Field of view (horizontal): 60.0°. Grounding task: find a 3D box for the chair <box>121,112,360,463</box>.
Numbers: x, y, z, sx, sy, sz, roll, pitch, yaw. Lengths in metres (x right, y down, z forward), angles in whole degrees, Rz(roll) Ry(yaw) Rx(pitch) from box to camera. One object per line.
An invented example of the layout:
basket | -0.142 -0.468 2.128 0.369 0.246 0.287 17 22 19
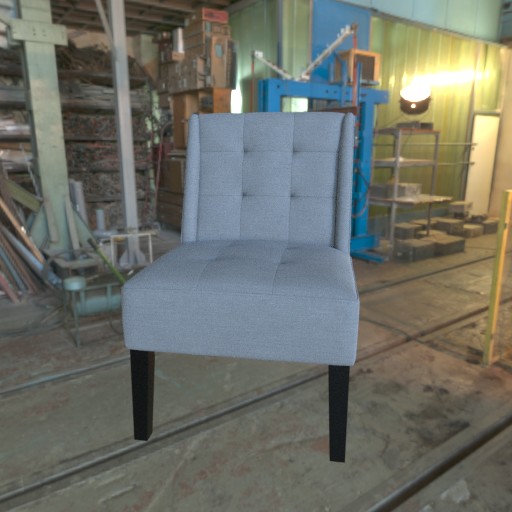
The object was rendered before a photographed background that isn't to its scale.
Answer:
chair | 0.000 0.000 1.317 0.569 0.853 0.676 2 14 9
